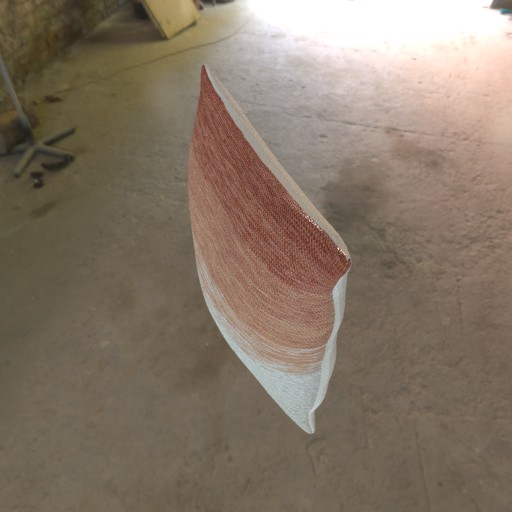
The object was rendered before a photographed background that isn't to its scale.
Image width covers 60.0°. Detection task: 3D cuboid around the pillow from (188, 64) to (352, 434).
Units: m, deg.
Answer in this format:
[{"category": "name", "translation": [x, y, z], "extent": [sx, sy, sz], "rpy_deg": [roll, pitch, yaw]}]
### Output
[{"category": "pillow", "translation": [0.000, 0.000, 0.699], "extent": [0.182, 0.441, 0.440], "rpy_deg": [-17, 50, -15]}]
